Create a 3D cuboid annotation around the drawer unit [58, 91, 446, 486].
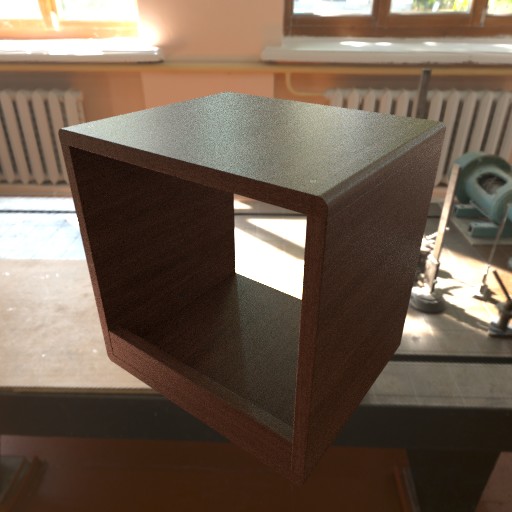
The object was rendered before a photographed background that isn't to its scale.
[{"bbox_3d":[0.000,0.000,0.602,0.349,0.351,0.290,21,36,31],"label":"drawer unit"}]
